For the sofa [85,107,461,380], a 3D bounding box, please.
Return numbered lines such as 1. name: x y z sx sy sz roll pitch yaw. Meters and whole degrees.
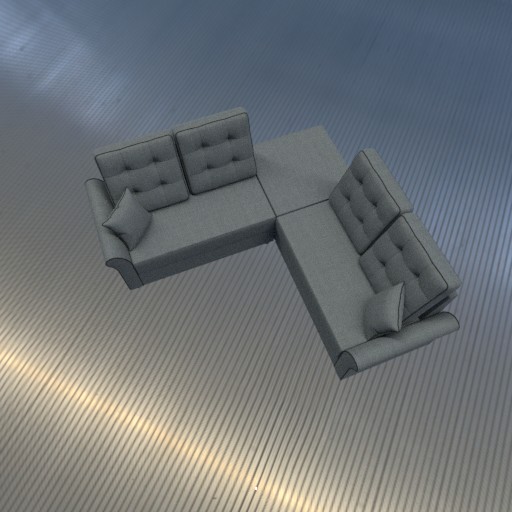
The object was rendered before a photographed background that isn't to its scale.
1. sofa: 0.000 0.000 3.263 2.068 0.988 2.070 -19 64 -10
